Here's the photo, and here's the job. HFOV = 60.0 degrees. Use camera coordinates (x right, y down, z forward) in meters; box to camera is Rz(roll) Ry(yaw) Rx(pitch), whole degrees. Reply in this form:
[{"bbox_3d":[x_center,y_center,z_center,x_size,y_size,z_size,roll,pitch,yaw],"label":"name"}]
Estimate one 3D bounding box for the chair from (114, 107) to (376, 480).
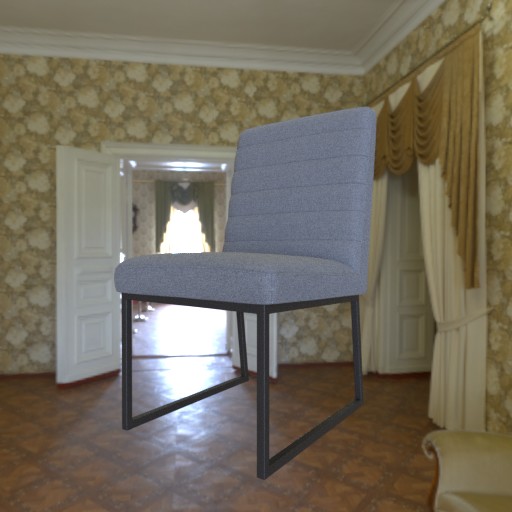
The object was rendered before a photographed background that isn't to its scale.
[{"bbox_3d":[0.000,0.000,1.298,0.520,0.930,0.634,1,1,35],"label":"chair"}]
